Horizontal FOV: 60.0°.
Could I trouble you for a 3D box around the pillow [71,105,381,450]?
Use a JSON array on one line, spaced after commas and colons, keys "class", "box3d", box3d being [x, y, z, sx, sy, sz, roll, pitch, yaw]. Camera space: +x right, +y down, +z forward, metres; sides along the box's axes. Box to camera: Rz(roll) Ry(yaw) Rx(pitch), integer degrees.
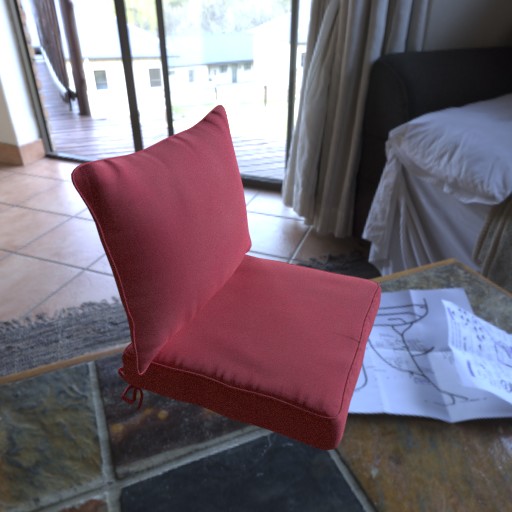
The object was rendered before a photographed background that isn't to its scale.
[{"class": "pillow", "box3d": [0.000, 0.000, 1.359, 0.733, 0.725, 0.798, 12, 32, 19]}]
